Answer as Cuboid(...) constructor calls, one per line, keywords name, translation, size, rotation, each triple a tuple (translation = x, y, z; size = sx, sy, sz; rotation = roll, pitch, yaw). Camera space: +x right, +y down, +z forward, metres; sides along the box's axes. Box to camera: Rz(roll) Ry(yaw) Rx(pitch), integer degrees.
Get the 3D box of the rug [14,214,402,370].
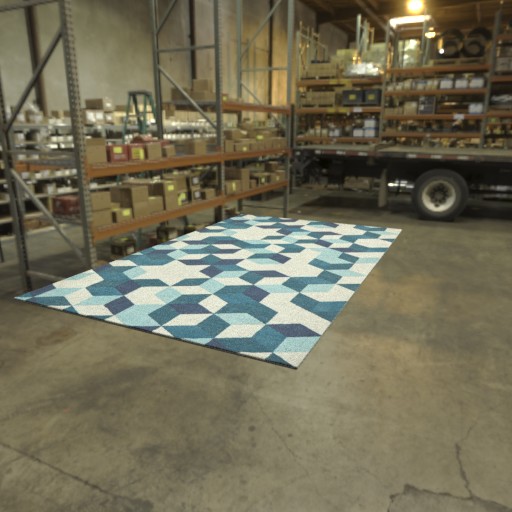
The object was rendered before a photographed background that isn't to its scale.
Cuboid(name="rug", translation=(0.000, 0.000, 2.954), size=(1.518, 0.015, 2.438), rotation=(8, 18, 25))
